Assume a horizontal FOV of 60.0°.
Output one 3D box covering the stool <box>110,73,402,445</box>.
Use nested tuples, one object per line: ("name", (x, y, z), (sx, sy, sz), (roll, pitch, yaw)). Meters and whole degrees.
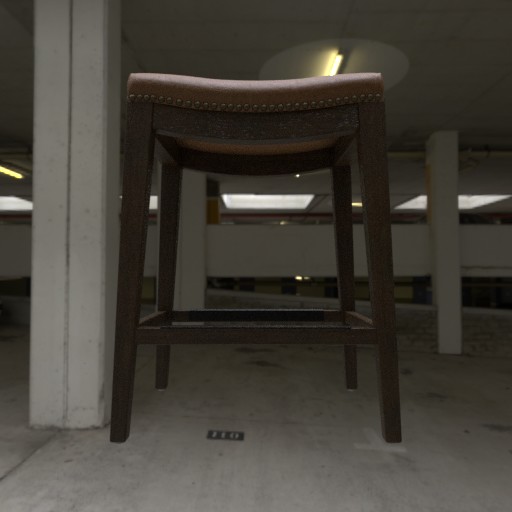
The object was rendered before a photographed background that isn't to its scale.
("stool", (0.000, 0.000, 0.947), (0.500, 0.660, 0.361), (0, -2, 0))
